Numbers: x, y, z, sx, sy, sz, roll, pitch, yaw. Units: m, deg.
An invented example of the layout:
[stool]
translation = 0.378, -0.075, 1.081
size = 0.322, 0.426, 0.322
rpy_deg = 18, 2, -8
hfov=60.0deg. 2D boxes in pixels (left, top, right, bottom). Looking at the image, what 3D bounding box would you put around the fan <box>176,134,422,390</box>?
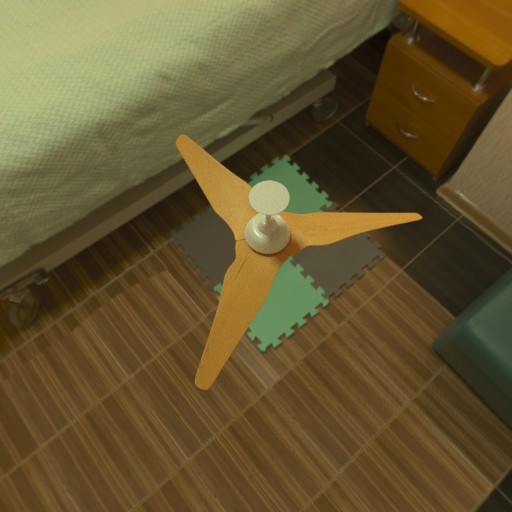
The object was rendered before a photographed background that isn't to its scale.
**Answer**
[fan]
translation = 0.000, 0.000, 1.663
size = 1.142, 0.355, 1.010
rpy_deg = 19, 66, 9
